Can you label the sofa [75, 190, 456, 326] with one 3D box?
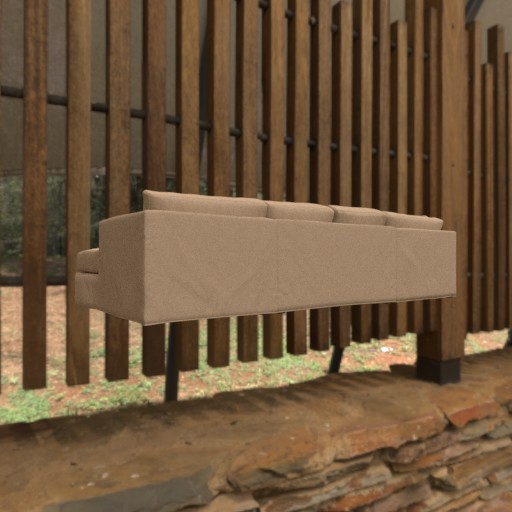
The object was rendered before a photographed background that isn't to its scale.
[{"bbox_3d":[0.000,0.000,4.608,3.460,0.882,2.427,0,0,-36],"label":"sofa"}]
